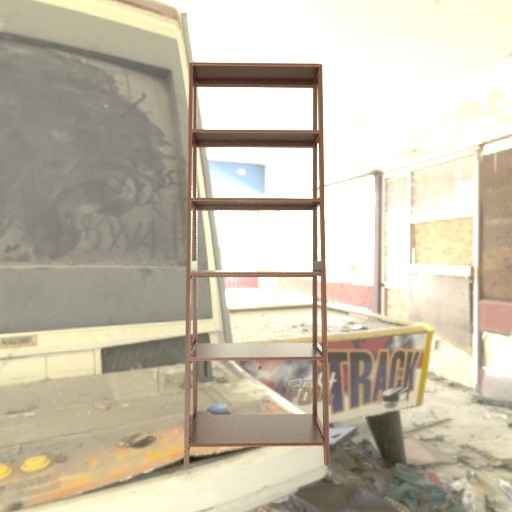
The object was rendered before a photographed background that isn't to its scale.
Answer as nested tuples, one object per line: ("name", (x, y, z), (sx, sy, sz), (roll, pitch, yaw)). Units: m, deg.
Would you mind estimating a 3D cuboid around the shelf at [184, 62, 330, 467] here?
("shelf", (0.000, 0.000, 2.179), (0.660, 1.892, 0.381), (0, 0, -1))
